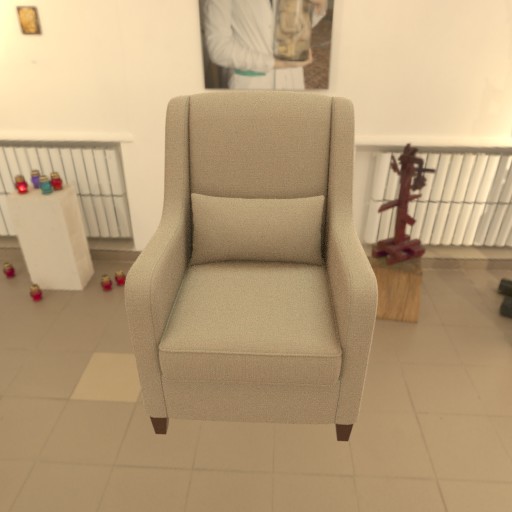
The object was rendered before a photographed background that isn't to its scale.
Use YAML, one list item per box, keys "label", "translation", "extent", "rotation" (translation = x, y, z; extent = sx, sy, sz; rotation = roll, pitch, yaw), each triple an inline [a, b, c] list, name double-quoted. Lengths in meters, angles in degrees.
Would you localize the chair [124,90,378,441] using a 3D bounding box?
- label: "chair"
  translation: [0.000, 0.000, 1.624]
  extent: [0.715, 1.017, 0.896]
  rotation: [1, 30, 2]
